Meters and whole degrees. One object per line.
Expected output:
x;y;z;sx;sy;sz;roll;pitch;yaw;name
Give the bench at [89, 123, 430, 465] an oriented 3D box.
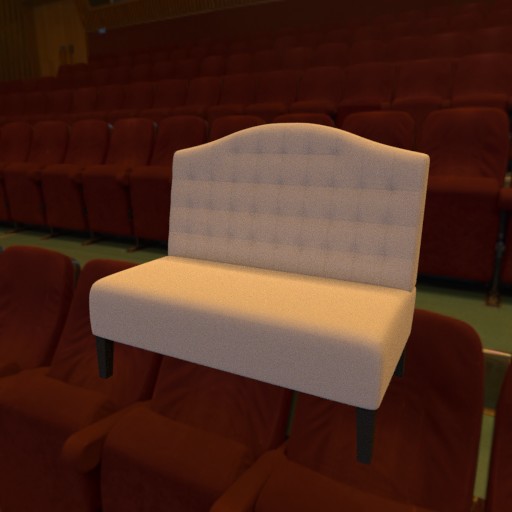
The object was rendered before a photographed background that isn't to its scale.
0.000;0.000;2.020;1.335;1.180;0.815;8;17;26;bench
